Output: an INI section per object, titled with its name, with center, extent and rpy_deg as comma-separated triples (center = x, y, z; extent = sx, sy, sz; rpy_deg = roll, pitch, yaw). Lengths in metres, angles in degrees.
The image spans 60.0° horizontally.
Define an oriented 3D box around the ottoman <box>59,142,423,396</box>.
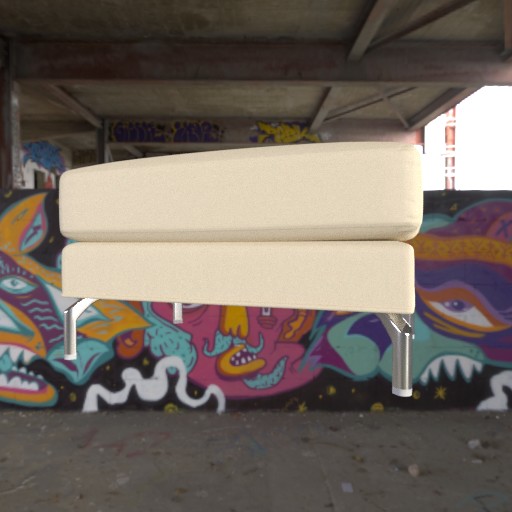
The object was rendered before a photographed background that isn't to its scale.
[ottoman]
center = 0.000, 0.000, 1.198
extent = 0.835, 0.497, 0.581
rpy_deg = 0, 1, 20
